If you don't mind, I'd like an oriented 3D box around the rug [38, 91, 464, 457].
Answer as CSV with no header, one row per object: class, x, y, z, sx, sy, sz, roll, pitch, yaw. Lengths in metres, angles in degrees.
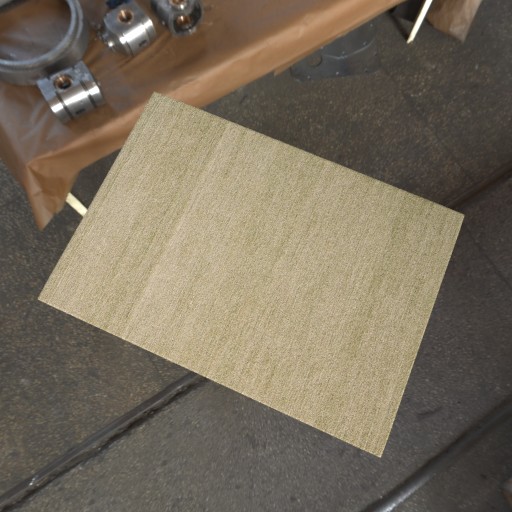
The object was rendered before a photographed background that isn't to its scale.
rug,0.000,0.000,4.898,3.935,0.025,2.782,23,77,6
